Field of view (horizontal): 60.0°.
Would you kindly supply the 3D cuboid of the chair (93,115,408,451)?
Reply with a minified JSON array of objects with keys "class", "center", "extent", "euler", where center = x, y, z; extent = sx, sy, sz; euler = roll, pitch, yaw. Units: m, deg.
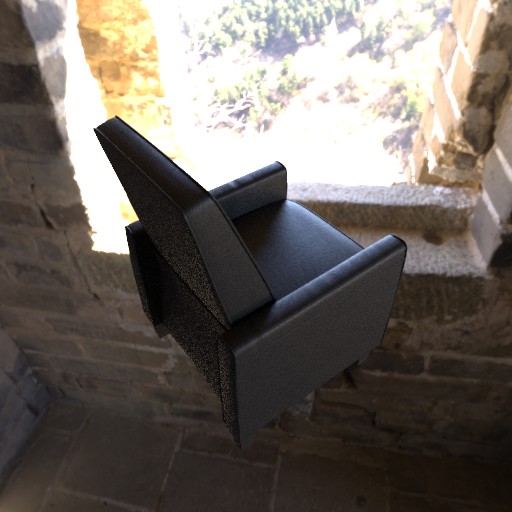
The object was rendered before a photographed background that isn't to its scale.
[{"class":"chair","center":[0.000,0.000,1.529],"extent":[0.746,1.013,0.705],"euler":[-26,47,-27]}]
